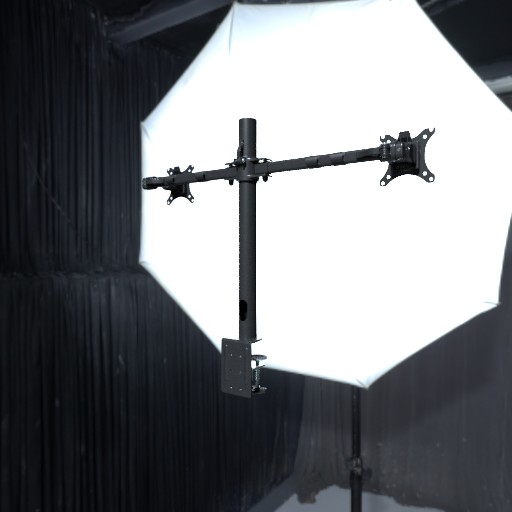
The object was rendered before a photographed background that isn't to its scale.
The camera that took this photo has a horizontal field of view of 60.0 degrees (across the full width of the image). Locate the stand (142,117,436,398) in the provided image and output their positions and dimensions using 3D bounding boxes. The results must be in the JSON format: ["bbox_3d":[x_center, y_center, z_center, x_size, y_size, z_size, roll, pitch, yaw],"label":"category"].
[{"bbox_3d":[0.000,0.000,1.011,0.743,0.603,0.150,0,1,36],"label":"stand"}]
